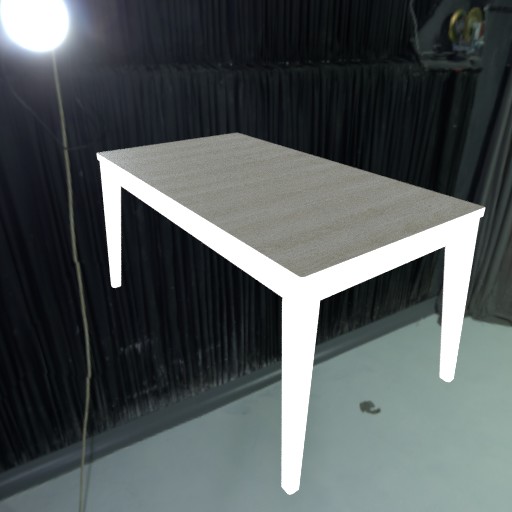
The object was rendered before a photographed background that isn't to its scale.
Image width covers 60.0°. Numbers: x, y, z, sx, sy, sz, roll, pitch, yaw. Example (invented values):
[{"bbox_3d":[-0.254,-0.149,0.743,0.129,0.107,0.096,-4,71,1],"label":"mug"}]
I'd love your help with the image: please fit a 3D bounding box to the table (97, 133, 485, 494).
[{"bbox_3d":[0.000,0.000,2.030,0.900,0.760,1.600,-18,32,-32],"label":"table"}]
